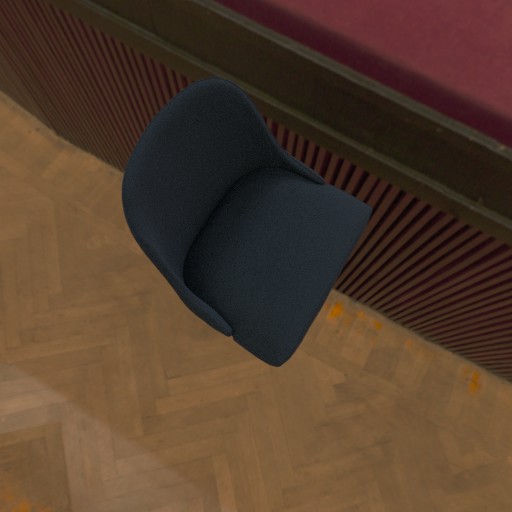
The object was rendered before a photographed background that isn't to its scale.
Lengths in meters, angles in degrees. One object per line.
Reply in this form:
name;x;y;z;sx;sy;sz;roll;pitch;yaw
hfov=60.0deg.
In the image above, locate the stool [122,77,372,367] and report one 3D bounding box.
stool;0.000;0.000;1.362;0.489;1.079;0.527;31;77;8
